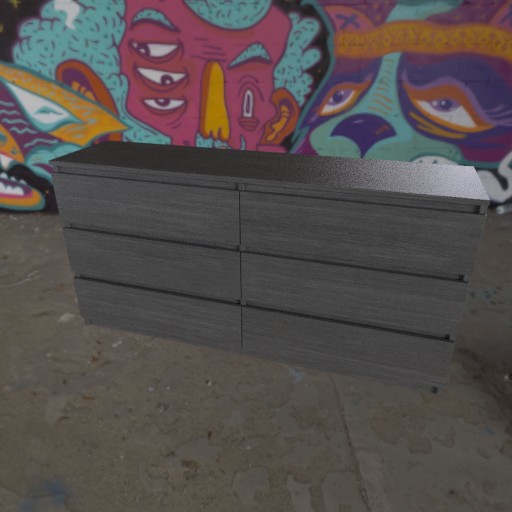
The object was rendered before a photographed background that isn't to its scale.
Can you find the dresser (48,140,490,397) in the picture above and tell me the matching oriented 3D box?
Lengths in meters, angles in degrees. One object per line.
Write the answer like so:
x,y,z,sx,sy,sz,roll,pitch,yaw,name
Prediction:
0.000,0.000,1.883,1.590,0.795,0.400,8,27,15,dresser
